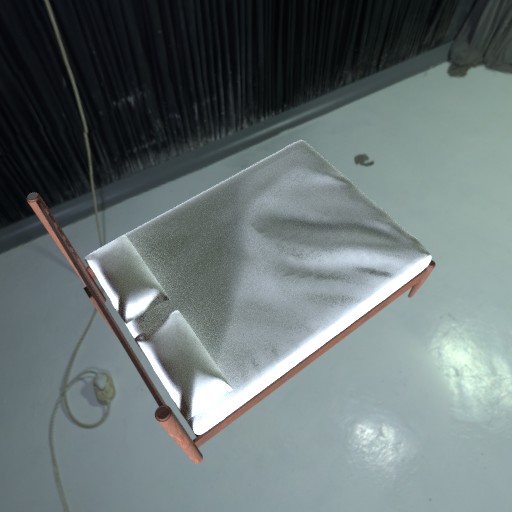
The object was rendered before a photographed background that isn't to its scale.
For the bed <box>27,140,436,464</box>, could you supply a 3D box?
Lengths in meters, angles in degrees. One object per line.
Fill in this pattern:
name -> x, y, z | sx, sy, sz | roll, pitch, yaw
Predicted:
bed -> 0.000, 0.000, 3.023 | 2.093, 1.304, 1.509 | -32, 63, -18
